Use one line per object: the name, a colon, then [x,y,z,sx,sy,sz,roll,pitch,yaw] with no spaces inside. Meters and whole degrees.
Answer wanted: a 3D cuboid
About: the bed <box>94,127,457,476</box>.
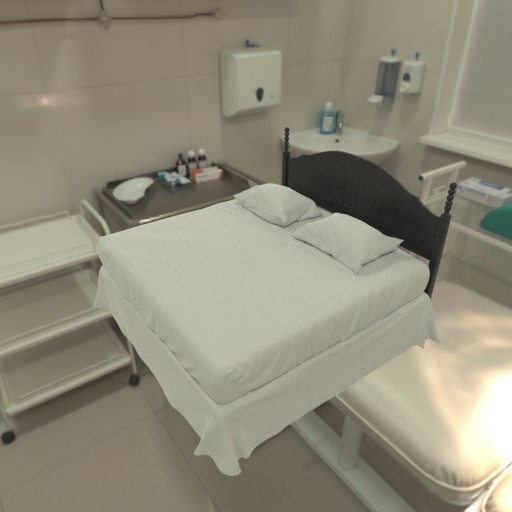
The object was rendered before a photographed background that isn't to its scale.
bed: [0.000,0.000,3.603,2.219,1.355,2.322,-21,36,-30]
